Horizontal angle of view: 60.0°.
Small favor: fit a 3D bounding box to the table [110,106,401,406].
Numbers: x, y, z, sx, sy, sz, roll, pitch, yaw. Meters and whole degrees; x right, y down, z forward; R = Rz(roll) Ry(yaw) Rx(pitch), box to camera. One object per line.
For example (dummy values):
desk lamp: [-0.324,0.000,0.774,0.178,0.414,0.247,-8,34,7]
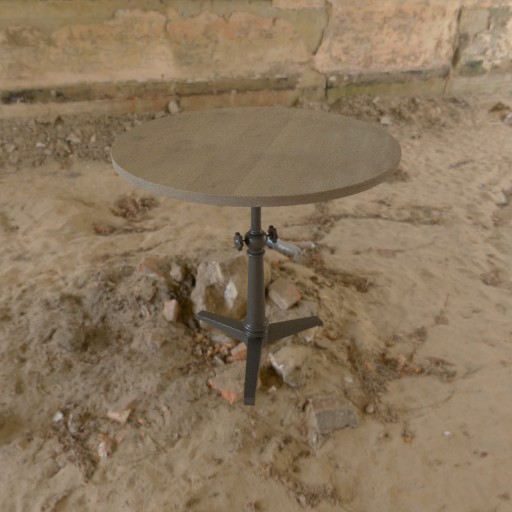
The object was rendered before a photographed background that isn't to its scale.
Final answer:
table: [0.000,0.000,1.468,0.800,0.780,0.800,0,31,0]
